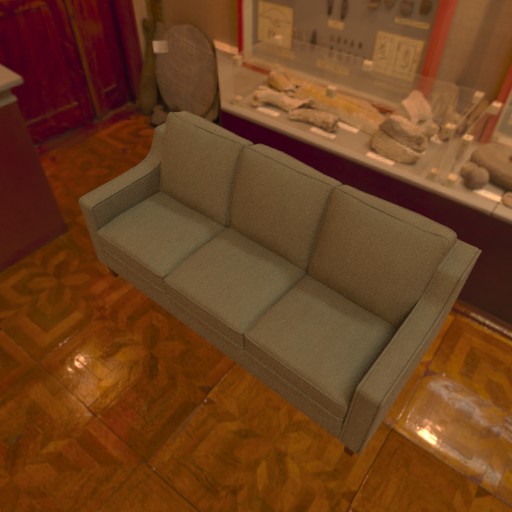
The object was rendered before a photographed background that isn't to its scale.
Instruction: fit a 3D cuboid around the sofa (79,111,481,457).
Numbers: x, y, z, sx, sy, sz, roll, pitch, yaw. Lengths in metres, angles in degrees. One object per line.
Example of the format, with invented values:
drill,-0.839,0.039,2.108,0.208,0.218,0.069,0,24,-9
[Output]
sofa,0.000,0.000,2.493,1.986,0.974,0.911,31,53,26
